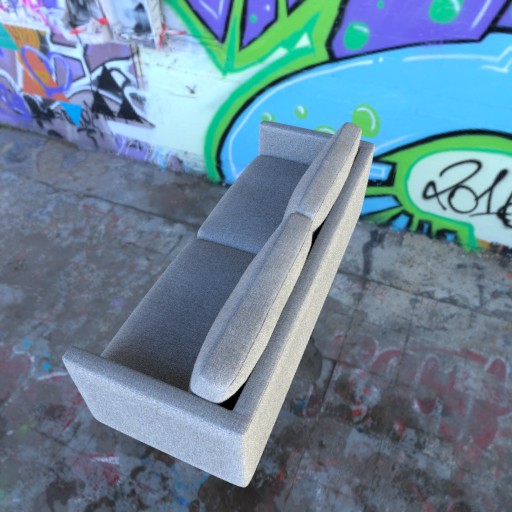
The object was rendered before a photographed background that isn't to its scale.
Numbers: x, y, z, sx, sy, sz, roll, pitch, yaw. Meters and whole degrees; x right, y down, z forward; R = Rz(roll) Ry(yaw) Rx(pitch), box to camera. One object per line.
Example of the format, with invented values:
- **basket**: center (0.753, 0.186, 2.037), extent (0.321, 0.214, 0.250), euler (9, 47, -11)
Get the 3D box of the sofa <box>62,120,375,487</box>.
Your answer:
- **sofa**: center (0.000, 0.000, 2.853), extent (0.948, 0.951, 2.434), euler (17, 48, 16)
